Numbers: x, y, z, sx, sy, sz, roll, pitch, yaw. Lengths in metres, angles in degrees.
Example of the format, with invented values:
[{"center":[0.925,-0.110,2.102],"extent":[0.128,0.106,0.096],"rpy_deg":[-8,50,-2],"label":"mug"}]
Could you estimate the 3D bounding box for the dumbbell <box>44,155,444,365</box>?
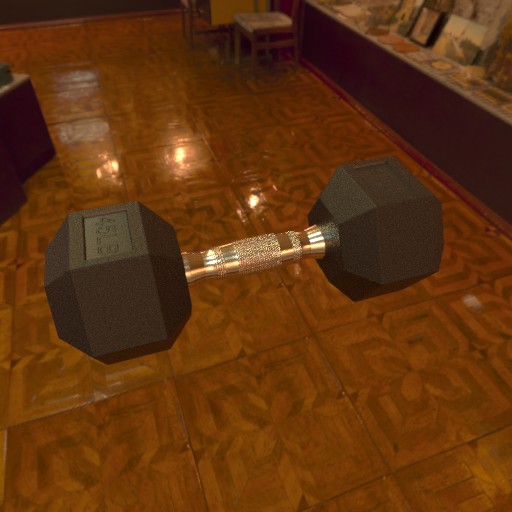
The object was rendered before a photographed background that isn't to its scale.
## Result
[{"center":[0.000,0.000,0.421],"extent":[0.356,0.123,0.141],"rpy_deg":[-12,44,-13],"label":"dumbbell"}]
